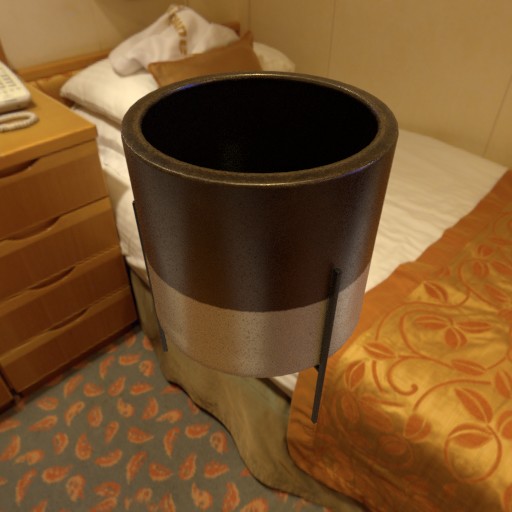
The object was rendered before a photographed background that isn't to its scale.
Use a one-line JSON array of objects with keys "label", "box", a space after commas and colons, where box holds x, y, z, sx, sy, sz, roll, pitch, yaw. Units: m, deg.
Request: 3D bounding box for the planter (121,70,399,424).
[{"label": "planter", "box": [0.000, 0.000, 0.705, 0.354, 0.465, 0.345, -1, 40, -1]}]
